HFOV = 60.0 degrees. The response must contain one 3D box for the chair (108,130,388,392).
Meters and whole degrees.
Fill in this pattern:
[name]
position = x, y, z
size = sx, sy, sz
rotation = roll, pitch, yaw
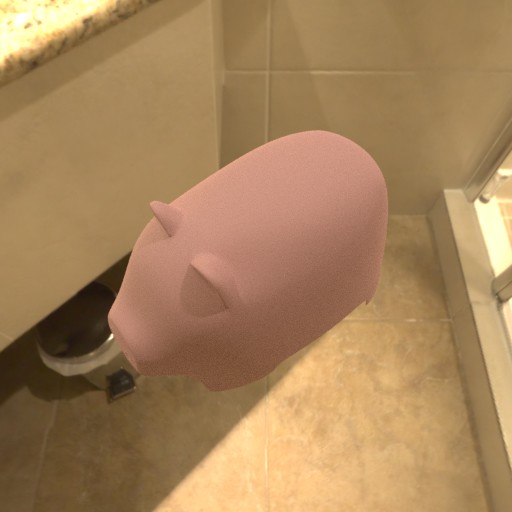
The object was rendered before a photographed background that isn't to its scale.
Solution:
[chair]
position = 0.000, 0.000, 0.887
size = 0.619, 0.423, 0.364
rotation = -34, 66, -17
